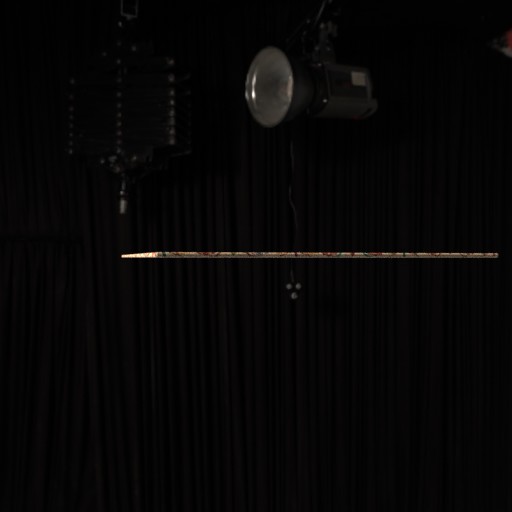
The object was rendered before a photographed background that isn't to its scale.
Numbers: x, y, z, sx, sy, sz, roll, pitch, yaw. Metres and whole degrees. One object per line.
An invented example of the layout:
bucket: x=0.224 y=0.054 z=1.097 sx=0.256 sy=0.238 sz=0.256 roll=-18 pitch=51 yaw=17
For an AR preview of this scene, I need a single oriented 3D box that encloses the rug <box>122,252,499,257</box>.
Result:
rug: x=0.000 y=0.000 z=2.841 sx=1.541 sy=0.018 sz=2.297 roll=0 pitch=0 yaw=-20
